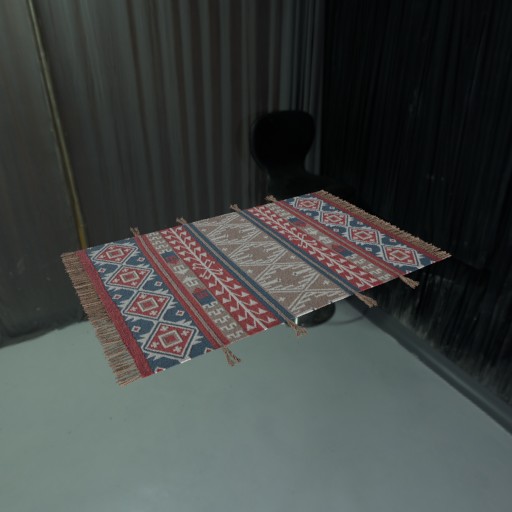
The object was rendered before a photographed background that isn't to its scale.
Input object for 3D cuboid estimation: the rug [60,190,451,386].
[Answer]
[{"bbox_3d":[0.000,0.000,2.651,2.025,0.040,1.469,-17,34,-27],"label":"rug"}]
